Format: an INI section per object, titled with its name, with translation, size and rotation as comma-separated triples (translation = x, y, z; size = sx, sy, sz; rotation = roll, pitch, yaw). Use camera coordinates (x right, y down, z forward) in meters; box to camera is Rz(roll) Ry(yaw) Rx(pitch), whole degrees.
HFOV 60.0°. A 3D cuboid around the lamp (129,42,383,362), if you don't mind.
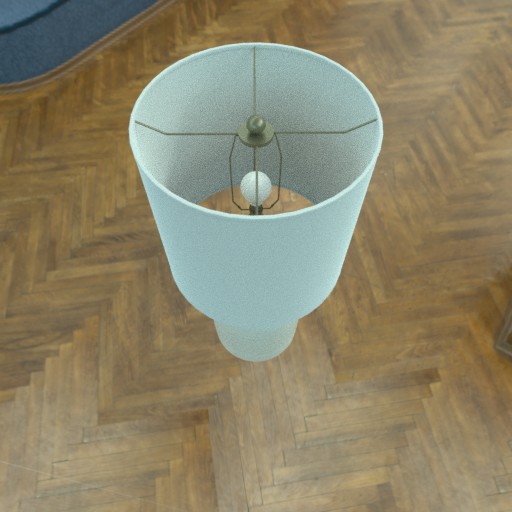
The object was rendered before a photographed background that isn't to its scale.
[lamp]
translation = 0.000, 0.000, 0.497
size = 0.188, 0.392, 0.188
rotation = 34, 64, 19
